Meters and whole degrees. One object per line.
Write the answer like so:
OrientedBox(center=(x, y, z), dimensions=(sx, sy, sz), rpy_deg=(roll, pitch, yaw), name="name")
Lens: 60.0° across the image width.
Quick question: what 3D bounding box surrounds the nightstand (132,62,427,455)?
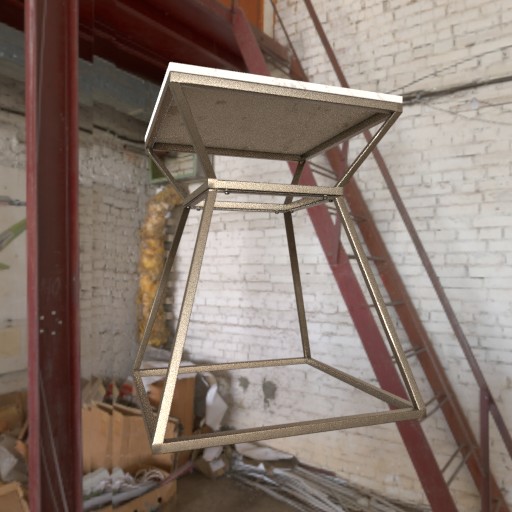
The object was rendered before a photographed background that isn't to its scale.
OrientedBox(center=(0.000, 0.000, 0.895), dimensions=(0.455, 0.554, 0.455), rpy_deg=(0, -1, -19), name="nightstand")
